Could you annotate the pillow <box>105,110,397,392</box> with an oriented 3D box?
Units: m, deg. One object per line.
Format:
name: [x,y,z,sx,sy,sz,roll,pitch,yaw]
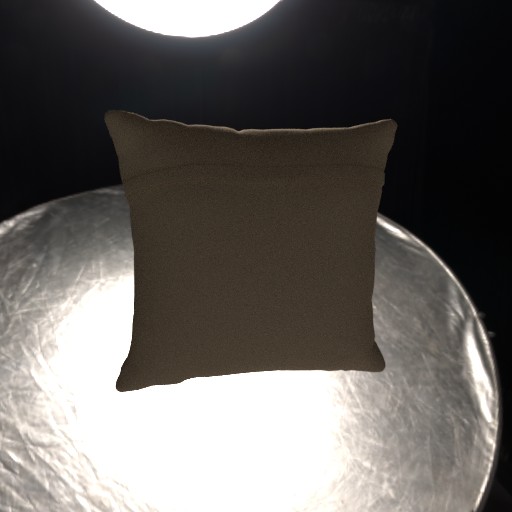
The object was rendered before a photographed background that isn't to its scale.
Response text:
pillow: [0.000,0.000,0.818,0.536,0.506,0.229,-2,13,-9]
